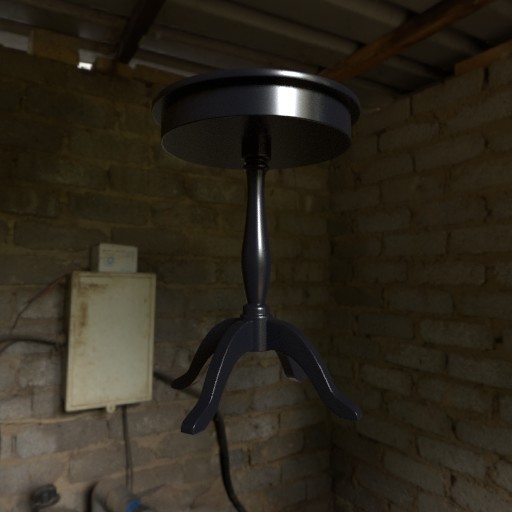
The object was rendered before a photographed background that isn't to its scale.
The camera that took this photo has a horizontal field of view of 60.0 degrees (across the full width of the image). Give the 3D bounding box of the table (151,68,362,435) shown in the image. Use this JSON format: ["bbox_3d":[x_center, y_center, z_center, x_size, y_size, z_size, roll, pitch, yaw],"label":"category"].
[{"bbox_3d":[0.000,0.000,1.026,0.481,0.665,0.481,0,-2,0],"label":"table"}]
